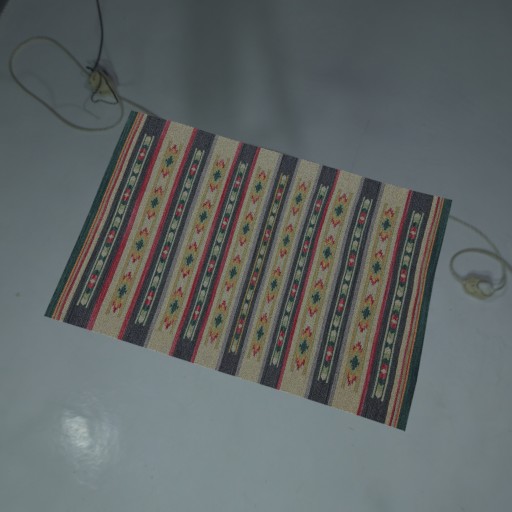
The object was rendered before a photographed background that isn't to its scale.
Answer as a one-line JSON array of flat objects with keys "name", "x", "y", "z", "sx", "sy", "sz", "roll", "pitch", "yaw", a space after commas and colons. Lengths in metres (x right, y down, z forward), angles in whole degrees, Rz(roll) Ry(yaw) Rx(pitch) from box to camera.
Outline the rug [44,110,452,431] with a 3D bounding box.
[{"name": "rug", "x": 0.000, "y": 0.000, "z": 2.868, "sx": 2.311, "sy": 0.010, "sz": 1.522, "roll": 17, "pitch": 76, "yaw": 4}]
